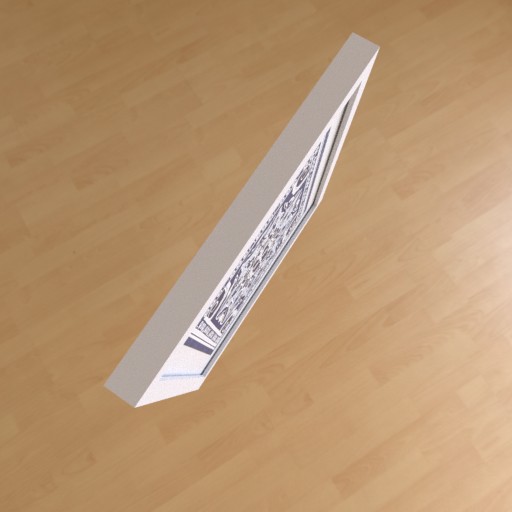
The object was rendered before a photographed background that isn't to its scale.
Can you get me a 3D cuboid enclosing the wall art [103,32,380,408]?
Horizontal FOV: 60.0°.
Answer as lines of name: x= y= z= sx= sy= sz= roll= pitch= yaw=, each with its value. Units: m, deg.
wall art: x=0.000 y=0.000 z=0.521 sx=0.027 sy=0.355 sz=0.355 roll=32 pitch=78 yaw=8
